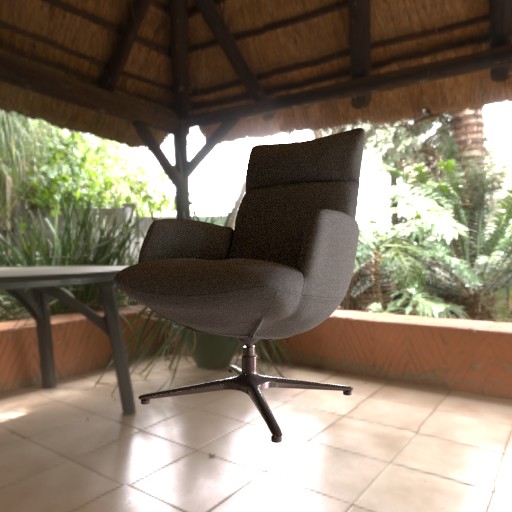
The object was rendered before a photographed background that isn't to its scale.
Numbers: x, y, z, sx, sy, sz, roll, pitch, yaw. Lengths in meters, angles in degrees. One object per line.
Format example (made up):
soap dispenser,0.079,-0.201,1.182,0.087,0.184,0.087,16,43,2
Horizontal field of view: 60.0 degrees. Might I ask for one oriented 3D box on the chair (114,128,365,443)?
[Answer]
chair,0.000,0.000,1.561,0.702,0.984,0.831,0,1,35
